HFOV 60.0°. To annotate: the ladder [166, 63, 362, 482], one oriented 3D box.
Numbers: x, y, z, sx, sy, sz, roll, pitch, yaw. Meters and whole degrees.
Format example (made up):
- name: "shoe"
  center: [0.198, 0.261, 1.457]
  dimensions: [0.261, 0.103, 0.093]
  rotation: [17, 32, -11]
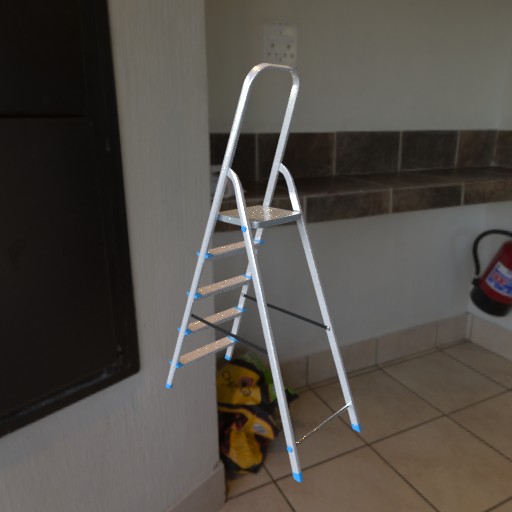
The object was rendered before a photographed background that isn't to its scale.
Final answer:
- name: "ladder"
  center: [0.000, 0.000, 2.088]
  dimensions: [0.468, 1.648, 0.990]
  rotation: [-16, 23, -42]
